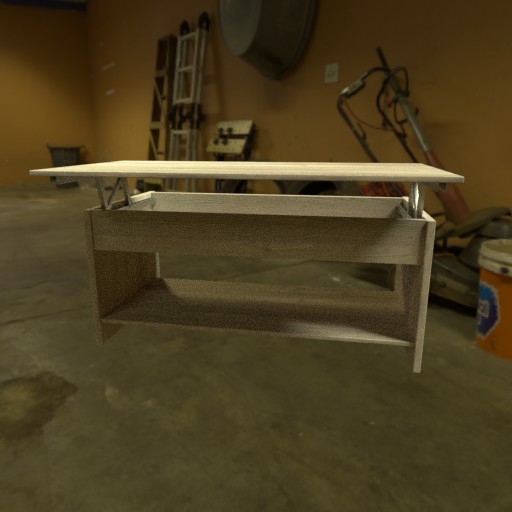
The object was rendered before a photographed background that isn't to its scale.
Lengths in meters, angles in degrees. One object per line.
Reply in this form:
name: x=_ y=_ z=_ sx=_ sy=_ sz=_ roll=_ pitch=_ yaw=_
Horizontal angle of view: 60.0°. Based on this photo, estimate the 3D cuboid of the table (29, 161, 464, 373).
table: x=0.000 y=0.000 z=1.408 sx=1.000 sy=0.570 sz=0.712 roll=3 pitch=15 yaw=10
